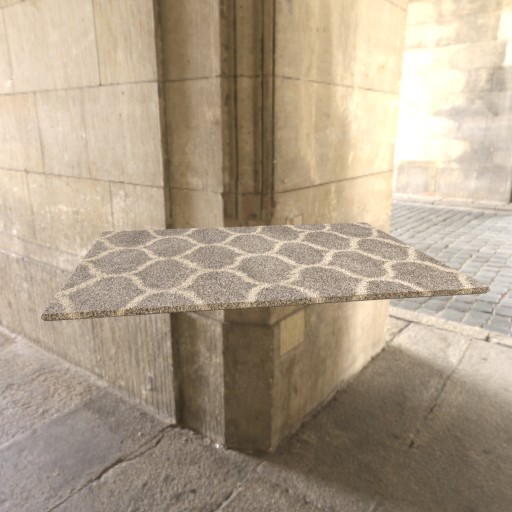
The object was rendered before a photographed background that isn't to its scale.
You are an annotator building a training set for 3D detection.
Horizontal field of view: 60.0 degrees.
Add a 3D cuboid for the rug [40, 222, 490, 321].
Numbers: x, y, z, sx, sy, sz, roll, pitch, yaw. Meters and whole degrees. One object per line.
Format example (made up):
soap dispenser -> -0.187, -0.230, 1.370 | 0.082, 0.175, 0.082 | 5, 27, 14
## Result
rug -> 0.000, 0.000, 2.109 | 1.600, 0.025, 1.200 | -3, 17, -9
